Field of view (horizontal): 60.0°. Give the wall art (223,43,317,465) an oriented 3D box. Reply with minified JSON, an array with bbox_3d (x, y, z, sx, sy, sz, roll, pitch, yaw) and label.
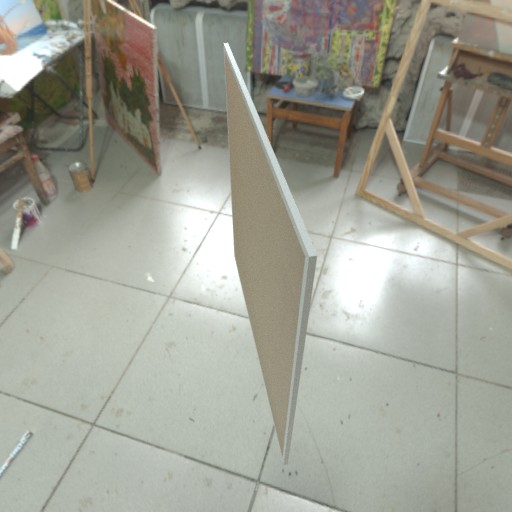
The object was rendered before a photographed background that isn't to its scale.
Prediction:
[{"bbox_3d":[0.000,0.000,0.671,0.007,0.456,0.456,-8,46,-8],"label":"wall art"}]
